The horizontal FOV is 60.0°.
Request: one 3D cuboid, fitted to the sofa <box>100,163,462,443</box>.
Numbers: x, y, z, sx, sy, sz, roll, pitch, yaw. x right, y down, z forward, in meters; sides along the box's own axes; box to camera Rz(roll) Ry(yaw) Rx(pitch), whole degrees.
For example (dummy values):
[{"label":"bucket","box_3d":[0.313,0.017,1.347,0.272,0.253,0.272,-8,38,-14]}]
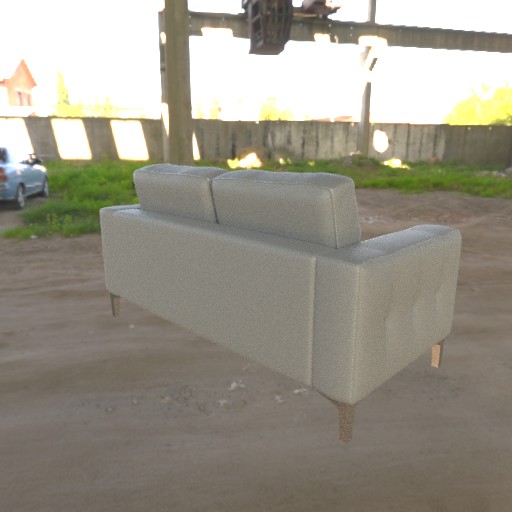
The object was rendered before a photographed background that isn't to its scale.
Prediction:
[{"label":"sofa","box_3d":[0.000,0.000,2.235,1.726,0.892,0.833,14,20,43]}]
